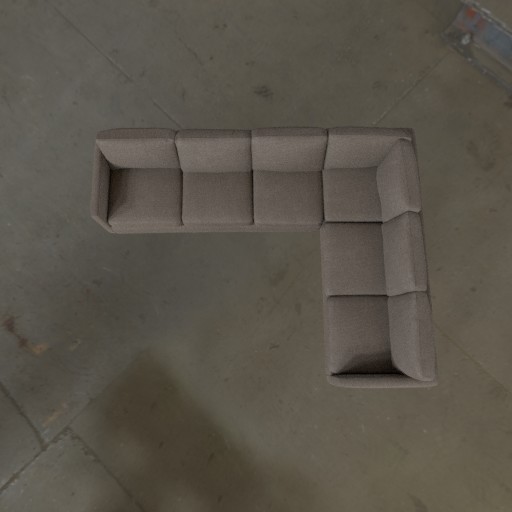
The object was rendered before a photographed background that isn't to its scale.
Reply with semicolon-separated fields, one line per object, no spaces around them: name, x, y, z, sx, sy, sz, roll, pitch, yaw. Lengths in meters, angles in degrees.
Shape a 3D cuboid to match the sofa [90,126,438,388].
sofa;0.000;0.000;4.498;3.302;0.947;2.593;-1;78;0
